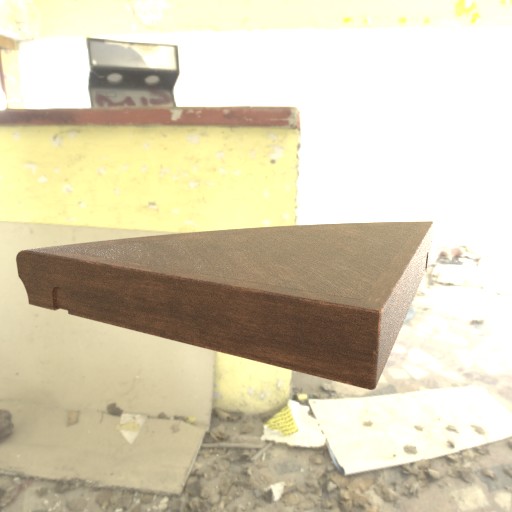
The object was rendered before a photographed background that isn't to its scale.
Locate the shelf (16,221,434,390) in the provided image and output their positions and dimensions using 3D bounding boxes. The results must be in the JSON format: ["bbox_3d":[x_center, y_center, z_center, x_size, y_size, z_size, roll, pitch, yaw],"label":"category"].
[{"bbox_3d":[0.000,0.000,0.451,0.310,0.050,0.310,8,17,26],"label":"shelf"}]
